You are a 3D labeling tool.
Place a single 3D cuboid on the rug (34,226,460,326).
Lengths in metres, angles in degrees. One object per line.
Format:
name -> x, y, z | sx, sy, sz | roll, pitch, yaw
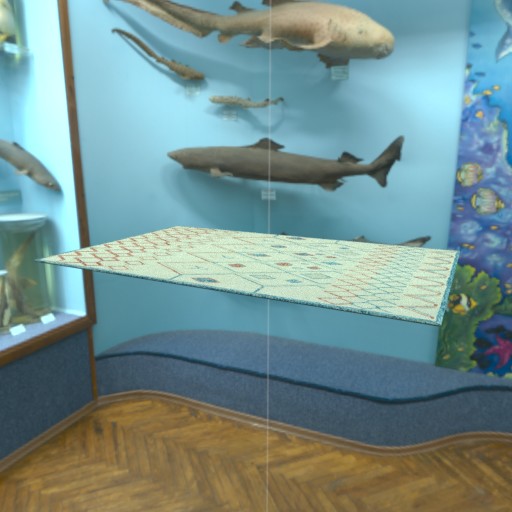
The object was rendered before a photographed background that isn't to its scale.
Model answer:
rug -> 0.000, 0.000, 2.984 | 2.438, 0.015, 1.524 | 7, 15, 26
